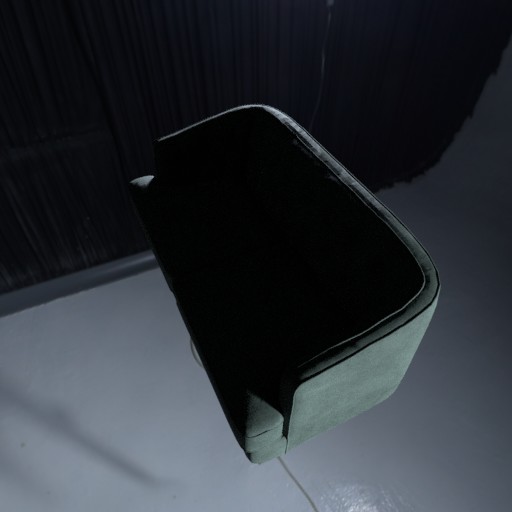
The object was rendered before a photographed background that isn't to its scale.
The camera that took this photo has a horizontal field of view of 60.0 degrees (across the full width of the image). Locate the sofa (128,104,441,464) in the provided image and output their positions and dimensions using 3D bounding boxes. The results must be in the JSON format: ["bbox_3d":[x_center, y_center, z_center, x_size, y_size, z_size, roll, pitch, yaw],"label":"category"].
[{"bbox_3d":[0.000,0.000,2.293,0.941,0.855,1.733,-19,49,-17],"label":"sofa"}]
